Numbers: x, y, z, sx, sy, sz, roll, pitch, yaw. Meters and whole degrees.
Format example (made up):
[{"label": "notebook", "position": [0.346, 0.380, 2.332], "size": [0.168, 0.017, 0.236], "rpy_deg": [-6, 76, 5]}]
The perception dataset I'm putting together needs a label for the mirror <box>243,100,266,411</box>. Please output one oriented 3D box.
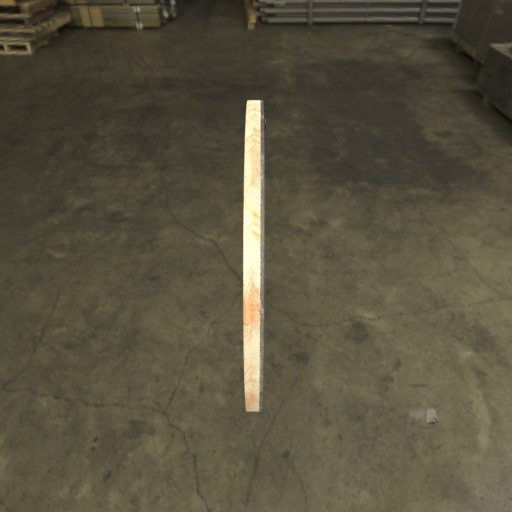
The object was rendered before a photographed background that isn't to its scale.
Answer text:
[{"label": "mirror", "position": [0.000, 0.000, 1.073], "size": [0.038, 0.710, 0.710], "rpy_deg": [0, 40, 0]}]
